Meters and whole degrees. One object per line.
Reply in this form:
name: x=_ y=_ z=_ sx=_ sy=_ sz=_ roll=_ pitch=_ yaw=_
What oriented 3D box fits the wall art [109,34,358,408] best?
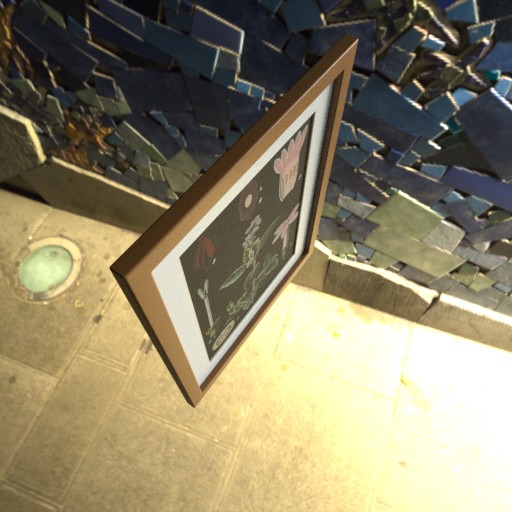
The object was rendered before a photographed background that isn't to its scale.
wall art: x=0.000 y=0.000 z=0.742 sx=0.021 sy=0.550 sz=0.449 roll=31 pitch=64 yaw=17
